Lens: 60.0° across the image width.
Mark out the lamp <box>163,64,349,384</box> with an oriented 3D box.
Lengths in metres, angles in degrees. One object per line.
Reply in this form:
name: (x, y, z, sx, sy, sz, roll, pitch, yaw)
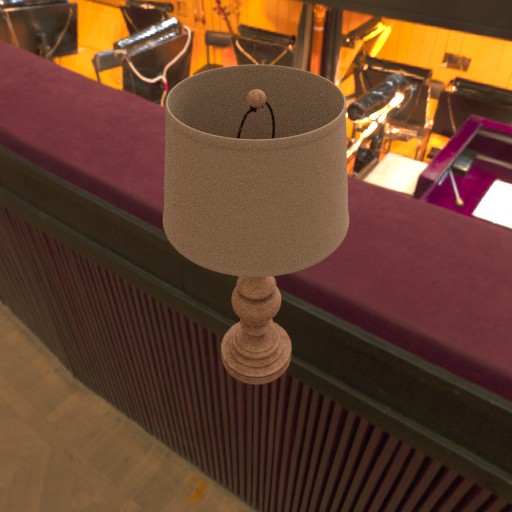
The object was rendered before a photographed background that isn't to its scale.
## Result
lamp: (0.000, 0.000, 0.894, 0.340, 0.678, 0.340, 0, 43, 0)
